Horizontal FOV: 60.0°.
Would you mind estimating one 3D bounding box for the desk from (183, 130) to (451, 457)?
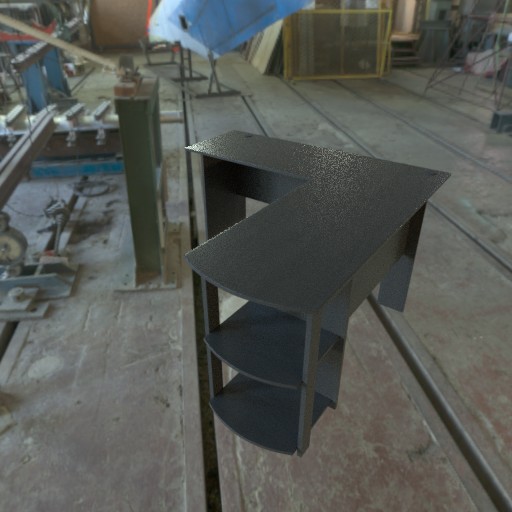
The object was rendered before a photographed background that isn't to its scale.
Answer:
[{"bbox_3d":[0.000,0.000,2.135,1.303,0.716,1.361,20,36,30],"label":"desk"}]
